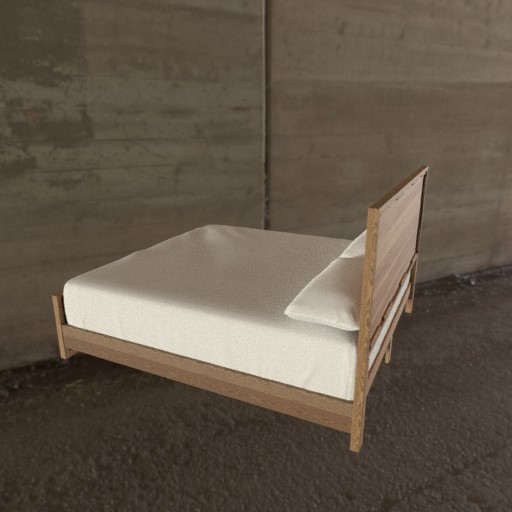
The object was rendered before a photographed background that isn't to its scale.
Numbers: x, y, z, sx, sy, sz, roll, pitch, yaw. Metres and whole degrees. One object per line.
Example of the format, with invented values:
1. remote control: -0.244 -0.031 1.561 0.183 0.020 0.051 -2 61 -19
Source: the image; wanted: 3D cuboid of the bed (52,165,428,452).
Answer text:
1. bed: 0.000 0.000 3.447 2.184 1.295 2.013 8 19 25
